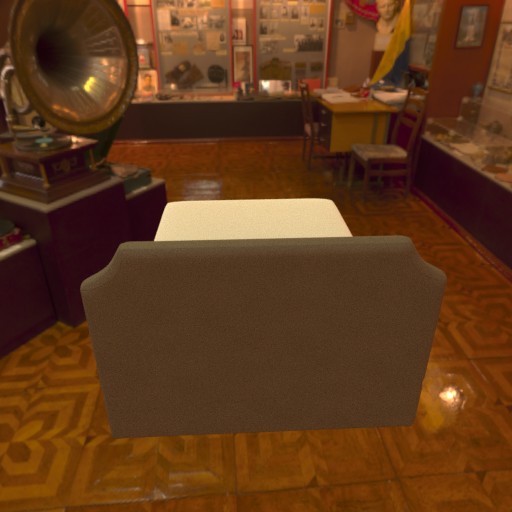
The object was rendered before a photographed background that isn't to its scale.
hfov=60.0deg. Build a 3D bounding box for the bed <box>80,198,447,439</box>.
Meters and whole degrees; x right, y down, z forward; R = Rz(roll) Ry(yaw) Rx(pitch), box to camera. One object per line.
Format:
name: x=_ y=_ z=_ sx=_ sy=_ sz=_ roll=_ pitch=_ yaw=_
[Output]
bed: x=0.000 y=0.000 z=3.309 sx=1.831 sy=1.297 sz=2.181 roll=-1 pitch=29 yaw=-3
